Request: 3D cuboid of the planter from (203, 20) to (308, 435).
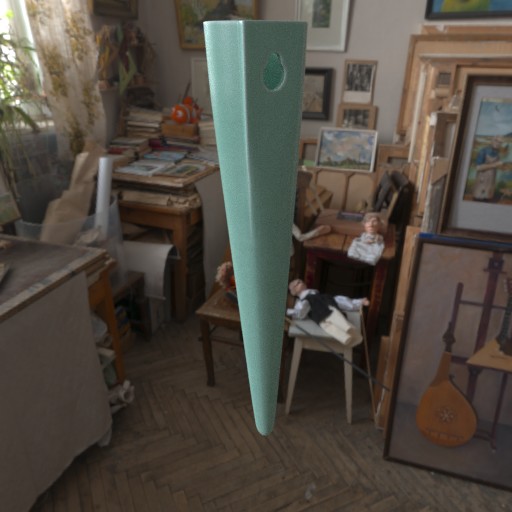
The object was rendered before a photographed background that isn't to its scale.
[{"bbox_3d":[0.000,0.000,0.286,0.054,0.268,0.055,-8,27,-17],"label":"planter"}]
